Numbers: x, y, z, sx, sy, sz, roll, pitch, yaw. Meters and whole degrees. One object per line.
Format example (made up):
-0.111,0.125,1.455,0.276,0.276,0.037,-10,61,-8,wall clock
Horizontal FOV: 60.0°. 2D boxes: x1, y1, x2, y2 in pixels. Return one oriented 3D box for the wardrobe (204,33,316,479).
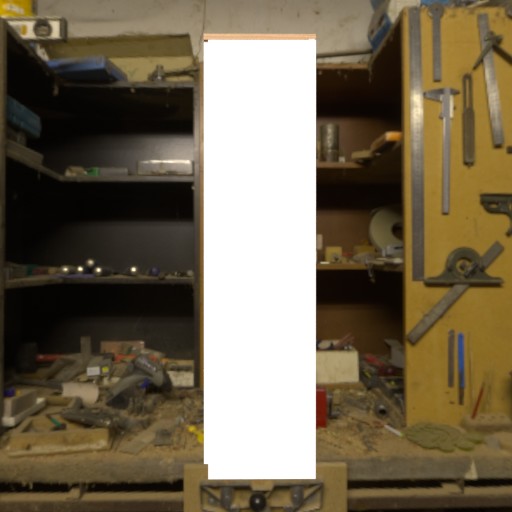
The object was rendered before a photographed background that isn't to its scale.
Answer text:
0.000,0.000,3.330,0.590,2.260,2.160,0,0,0,wardrobe
